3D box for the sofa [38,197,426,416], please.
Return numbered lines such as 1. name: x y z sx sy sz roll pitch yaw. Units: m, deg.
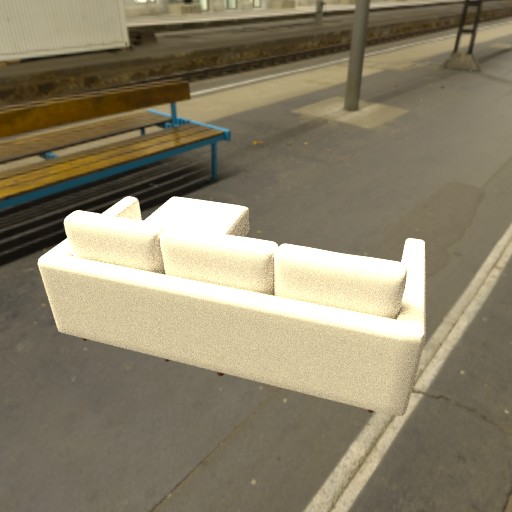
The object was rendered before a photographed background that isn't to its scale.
1. sofa: 0.000 0.000 2.893 2.029 0.899 1.580 10 33 15
